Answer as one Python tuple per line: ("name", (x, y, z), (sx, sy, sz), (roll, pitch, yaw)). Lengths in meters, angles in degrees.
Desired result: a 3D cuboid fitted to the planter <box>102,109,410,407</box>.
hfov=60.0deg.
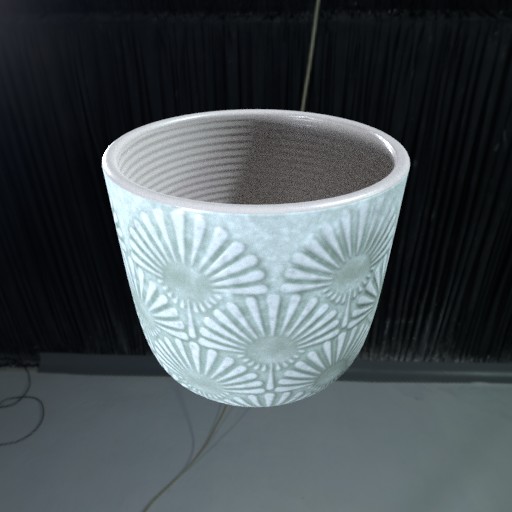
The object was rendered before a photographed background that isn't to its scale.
("planter", (0.000, 0.000, 0.213), (0.124, 0.109, 0.124), (0, 32, 0))
